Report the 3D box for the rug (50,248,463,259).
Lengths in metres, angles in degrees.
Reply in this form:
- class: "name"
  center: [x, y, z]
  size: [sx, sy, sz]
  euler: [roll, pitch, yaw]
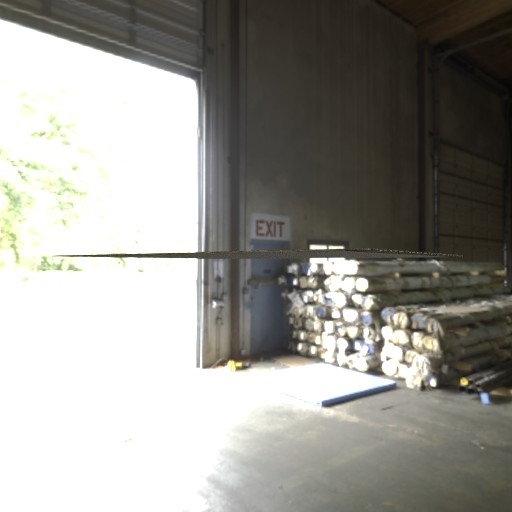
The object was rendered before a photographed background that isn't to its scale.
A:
- class: "rug"
  center: [0.000, 0.000, 4.323]
  size: [3.291, 0.017, 2.431]
  euler: [-1, -1, 36]
